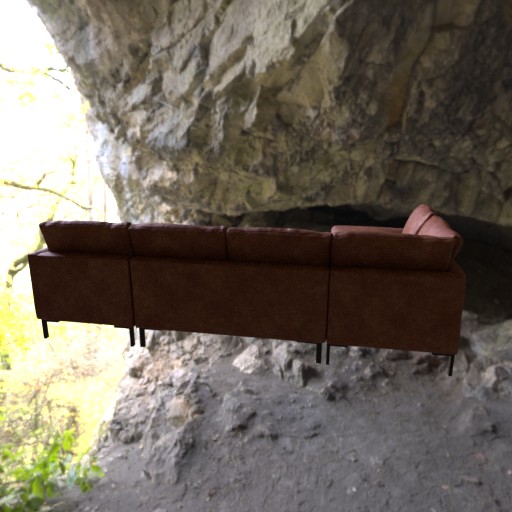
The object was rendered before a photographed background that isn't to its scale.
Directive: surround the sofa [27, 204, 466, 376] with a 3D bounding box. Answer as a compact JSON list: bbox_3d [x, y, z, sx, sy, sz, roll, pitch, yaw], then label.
[{"bbox_3d":[0.000,0.000,3.826,2.956,0.900,1.939,3,16,10],"label":"sofa"}]
